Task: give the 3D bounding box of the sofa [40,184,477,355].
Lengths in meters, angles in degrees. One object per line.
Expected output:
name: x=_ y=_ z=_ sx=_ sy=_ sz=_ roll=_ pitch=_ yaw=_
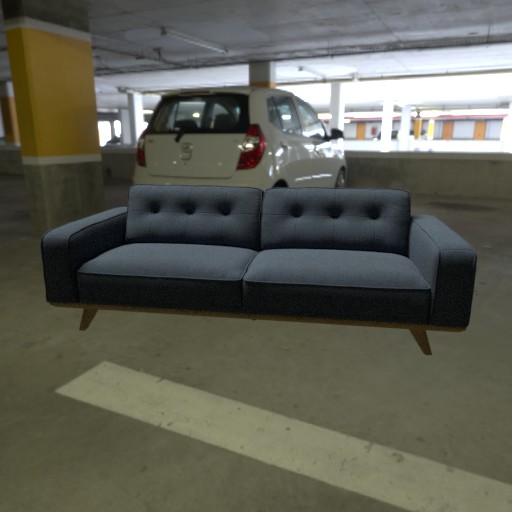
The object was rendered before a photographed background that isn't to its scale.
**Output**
sofa: x=0.000 y=0.000 z=2.716 sx=2.270 sy=0.782 sz=0.953 roll=2 pitch=15 yaw=9
